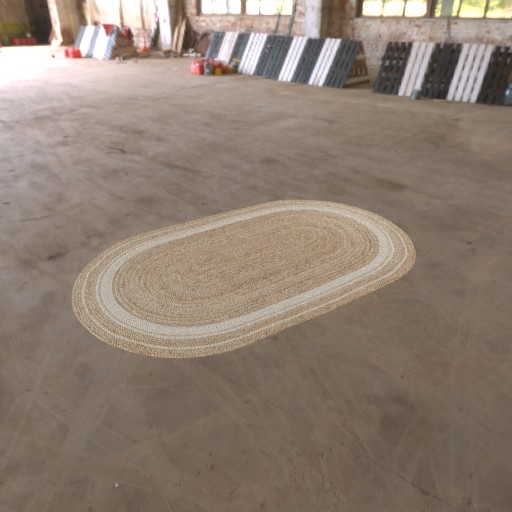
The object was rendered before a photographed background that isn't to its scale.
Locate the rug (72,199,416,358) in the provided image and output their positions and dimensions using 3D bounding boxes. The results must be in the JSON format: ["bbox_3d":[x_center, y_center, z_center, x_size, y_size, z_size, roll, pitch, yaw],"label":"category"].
[{"bbox_3d":[0.000,0.000,3.080,2.432,0.006,1.520,-18,34,-28],"label":"rug"}]
